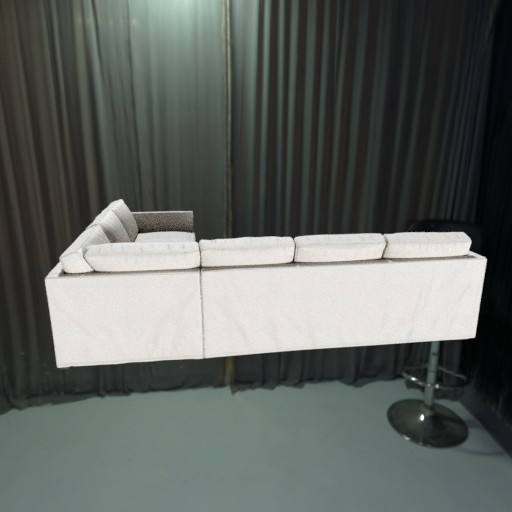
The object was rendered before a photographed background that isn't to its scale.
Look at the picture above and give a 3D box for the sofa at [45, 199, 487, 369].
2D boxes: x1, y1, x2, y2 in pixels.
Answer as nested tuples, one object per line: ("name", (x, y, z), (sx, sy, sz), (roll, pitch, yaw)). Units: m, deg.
("sofa", (0.000, 0.000, 4.325), (3.182, 0.871, 2.432), (-2, 16, -8))
